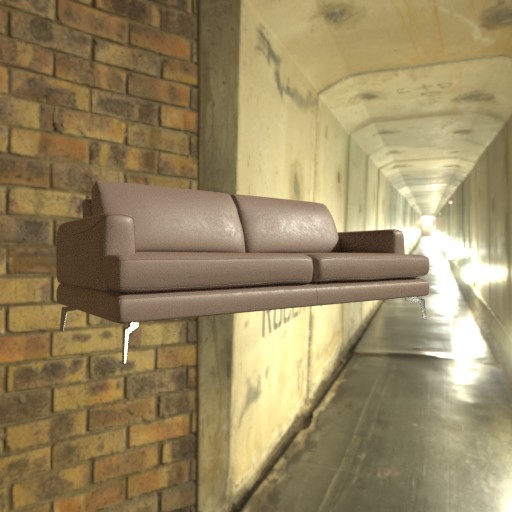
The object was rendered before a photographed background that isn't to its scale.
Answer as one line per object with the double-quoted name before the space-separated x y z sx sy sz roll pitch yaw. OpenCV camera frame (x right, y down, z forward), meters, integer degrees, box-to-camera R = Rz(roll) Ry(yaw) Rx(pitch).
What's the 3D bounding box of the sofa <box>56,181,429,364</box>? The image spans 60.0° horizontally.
"sofa" 0.000 0.000 2.495 1.940 0.765 0.974 0 0 -37
